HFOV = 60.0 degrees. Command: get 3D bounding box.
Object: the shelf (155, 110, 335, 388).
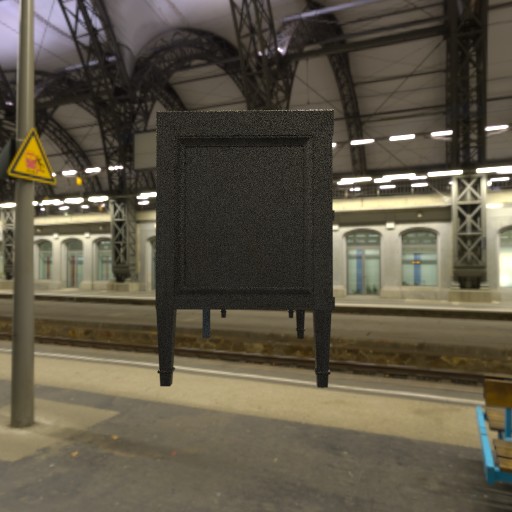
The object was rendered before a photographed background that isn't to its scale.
[{"bbox_3d":[0.000,0.000,1.929,0.479,0.719,1.575,0,-1,1],"label":"shelf"}]
